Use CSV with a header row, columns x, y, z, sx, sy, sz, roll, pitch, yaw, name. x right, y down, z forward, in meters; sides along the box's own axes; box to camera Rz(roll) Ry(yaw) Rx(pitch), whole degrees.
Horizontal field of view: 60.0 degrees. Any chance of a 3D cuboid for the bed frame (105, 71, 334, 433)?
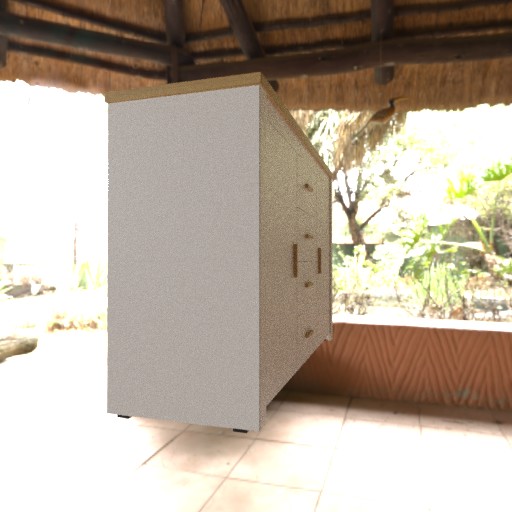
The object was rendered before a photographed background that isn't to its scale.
x,y,z,sx,sy,sz,roll,pitch,yaw,name
0.000,0.000,1.716,0.430,0.850,1.300,0,-1,17,bed frame
